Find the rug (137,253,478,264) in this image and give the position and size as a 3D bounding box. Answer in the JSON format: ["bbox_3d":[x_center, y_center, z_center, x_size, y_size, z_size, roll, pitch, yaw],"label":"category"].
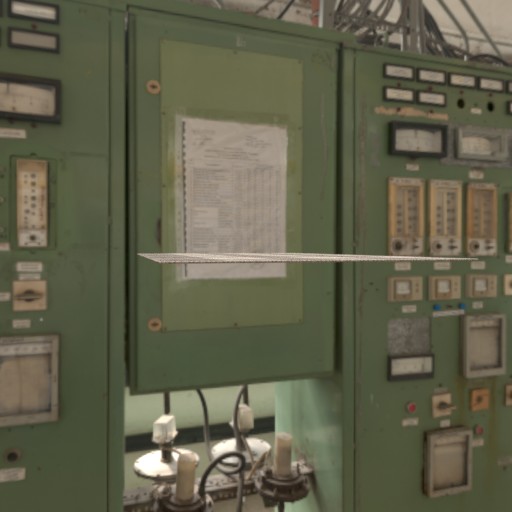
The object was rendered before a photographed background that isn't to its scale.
[{"bbox_3d":[0.000,0.000,3.121,1.549,0.010,2.464,0,1,-17],"label":"rug"}]
